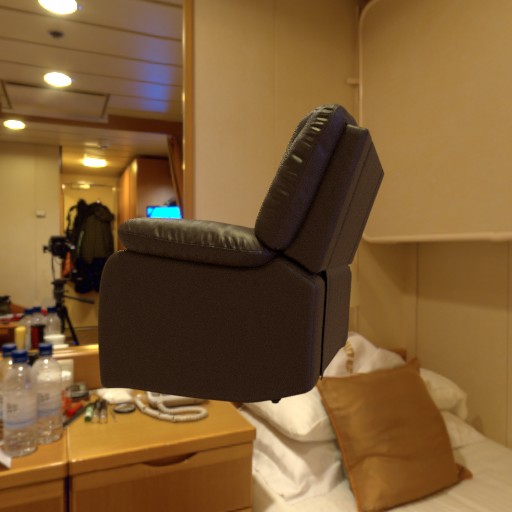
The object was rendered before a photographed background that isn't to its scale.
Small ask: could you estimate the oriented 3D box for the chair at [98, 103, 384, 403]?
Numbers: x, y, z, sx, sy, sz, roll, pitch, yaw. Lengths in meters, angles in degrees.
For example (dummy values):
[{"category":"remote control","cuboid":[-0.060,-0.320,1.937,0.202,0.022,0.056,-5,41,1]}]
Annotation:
[{"category":"chair","cuboid":[0.000,0.000,1.756,0.934,1.009,0.899,0,1,19]}]
